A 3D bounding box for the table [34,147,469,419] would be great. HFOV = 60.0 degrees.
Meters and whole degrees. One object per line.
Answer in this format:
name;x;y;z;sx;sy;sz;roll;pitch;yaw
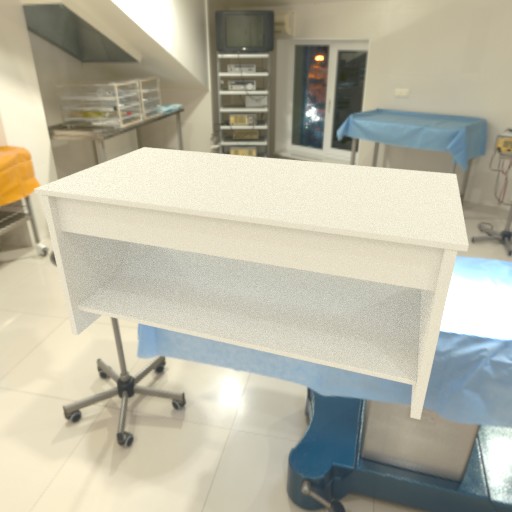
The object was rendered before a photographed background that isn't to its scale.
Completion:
table;0.000;0.000;1.265;1.000;0.441;0.500;9;28;18
